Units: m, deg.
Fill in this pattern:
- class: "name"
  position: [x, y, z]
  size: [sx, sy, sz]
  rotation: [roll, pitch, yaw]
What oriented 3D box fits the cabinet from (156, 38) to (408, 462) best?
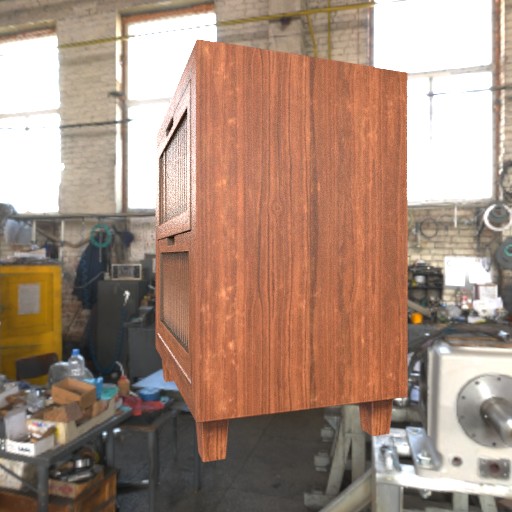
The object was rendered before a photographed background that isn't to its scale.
- class: "cabinet"
  position: [0.000, 0.000, 1.058]
  size: [0.410, 0.695, 0.607]
  rotation: [0, 0, -19]
